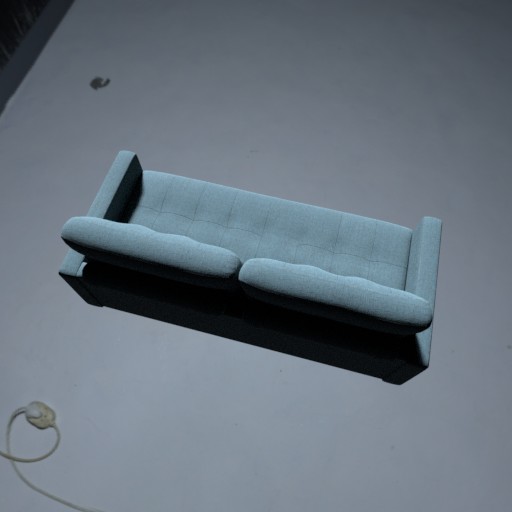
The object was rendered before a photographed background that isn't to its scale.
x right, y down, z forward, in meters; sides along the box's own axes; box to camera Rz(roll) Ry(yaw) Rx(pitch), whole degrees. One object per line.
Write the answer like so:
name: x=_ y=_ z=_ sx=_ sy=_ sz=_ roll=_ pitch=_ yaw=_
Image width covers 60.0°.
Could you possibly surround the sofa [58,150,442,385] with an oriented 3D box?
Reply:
sofa: x=0.000 y=0.000 z=2.610 sx=2.010 sy=1.050 sz=0.966 roll=13 pitch=65 yaw=6
